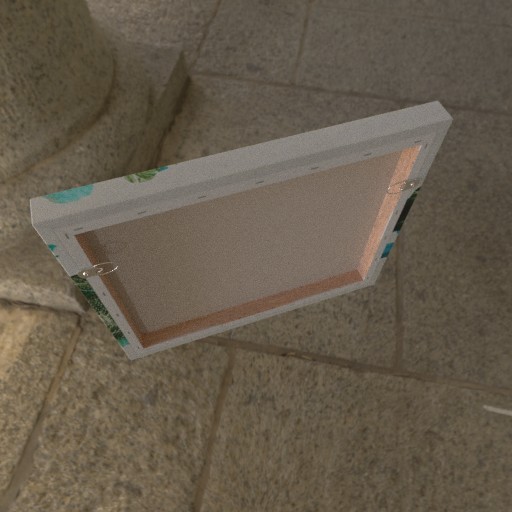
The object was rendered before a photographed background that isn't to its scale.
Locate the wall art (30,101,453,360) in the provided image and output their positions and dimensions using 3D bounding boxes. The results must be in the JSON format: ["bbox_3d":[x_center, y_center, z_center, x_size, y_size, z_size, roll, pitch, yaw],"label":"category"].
[{"bbox_3d":[0.000,0.000,0.701,0.507,0.435,0.041,-16,60,-10],"label":"wall art"}]
